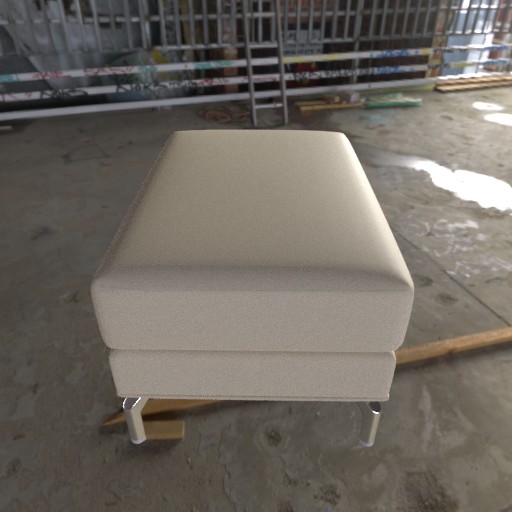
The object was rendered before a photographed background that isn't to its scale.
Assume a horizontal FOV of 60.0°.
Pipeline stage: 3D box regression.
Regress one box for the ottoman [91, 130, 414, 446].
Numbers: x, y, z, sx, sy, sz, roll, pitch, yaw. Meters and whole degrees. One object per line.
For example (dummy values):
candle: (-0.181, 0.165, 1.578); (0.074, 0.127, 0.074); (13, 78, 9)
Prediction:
ottoman: (0.000, 0.000, 1.209); (0.581, 0.497, 0.835); (1, 33, 1)
